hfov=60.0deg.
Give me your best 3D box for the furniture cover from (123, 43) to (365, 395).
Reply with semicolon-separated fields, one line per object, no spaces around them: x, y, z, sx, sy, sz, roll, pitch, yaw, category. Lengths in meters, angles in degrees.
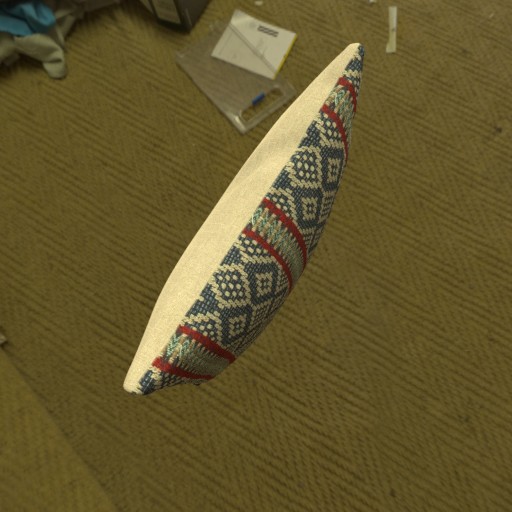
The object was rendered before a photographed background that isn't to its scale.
0.000;0.000;0.640;0.139;0.431;0.431;31;77;8;furniture cover
